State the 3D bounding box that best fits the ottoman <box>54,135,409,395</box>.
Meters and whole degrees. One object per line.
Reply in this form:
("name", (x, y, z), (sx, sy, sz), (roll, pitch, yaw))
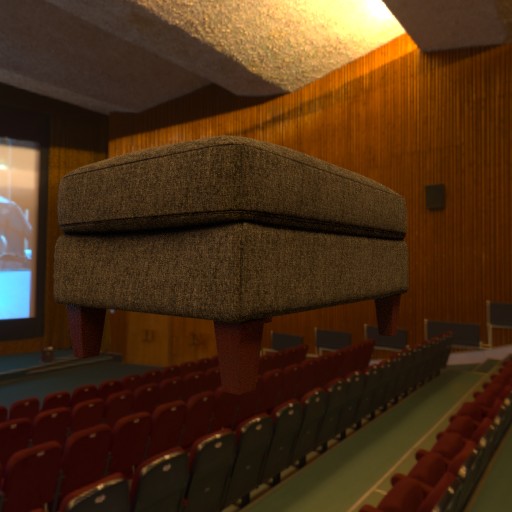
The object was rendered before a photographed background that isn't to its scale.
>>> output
("ottoman", (0.000, 0.000, 1.214), (0.584, 0.483, 0.864), (0, -1, 37))
